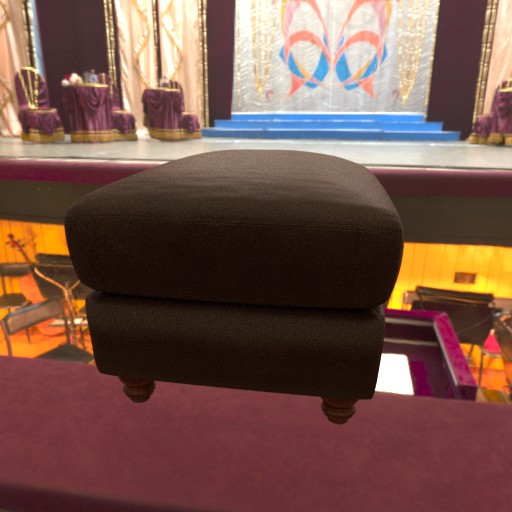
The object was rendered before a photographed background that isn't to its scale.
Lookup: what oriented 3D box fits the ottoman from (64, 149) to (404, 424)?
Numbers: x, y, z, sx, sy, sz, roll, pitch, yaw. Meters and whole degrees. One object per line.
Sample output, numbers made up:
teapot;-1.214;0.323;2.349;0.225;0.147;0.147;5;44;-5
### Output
ottoman;0.000;0.000;1.240;0.670;0.569;0.806;3;18;9
